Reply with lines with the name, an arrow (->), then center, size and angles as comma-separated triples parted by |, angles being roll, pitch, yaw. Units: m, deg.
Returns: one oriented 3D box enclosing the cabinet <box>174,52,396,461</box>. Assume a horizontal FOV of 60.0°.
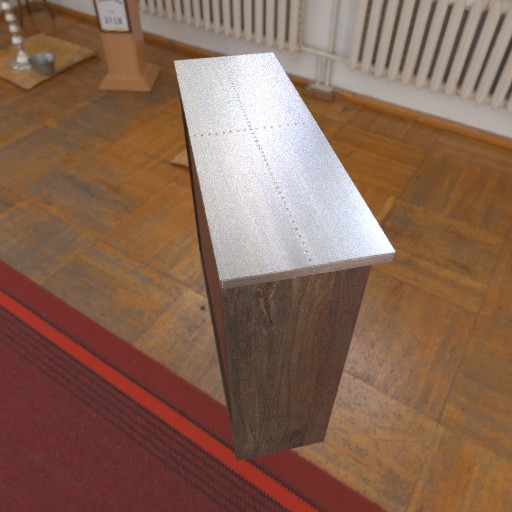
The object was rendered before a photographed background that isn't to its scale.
cabinet -> 0.000, 0.000, 1.461 | 0.338, 0.919, 0.968 | -9, 46, -8
